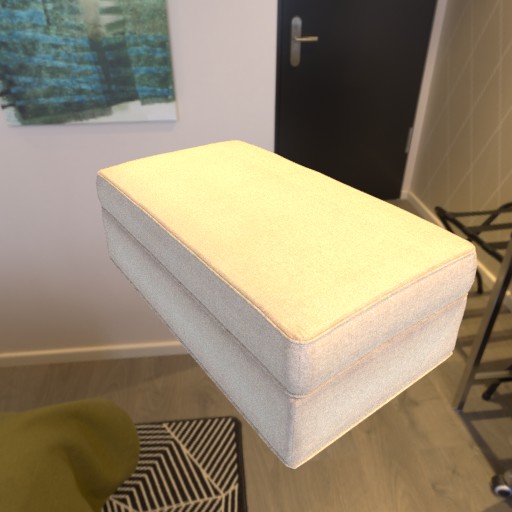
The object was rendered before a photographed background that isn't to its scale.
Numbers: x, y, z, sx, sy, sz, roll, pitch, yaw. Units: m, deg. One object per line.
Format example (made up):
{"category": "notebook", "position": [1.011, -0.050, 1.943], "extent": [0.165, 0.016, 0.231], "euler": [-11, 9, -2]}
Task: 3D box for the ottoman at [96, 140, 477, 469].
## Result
{"category": "ottoman", "position": [0.000, 0.000, 1.402], "extent": [0.617, 0.448, 1.097], "euler": [-21, 38, -30]}
